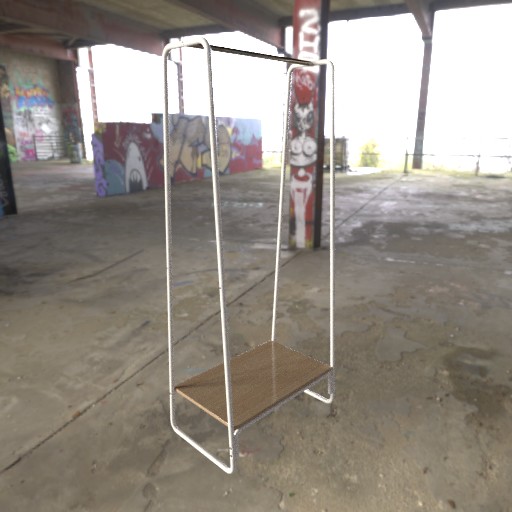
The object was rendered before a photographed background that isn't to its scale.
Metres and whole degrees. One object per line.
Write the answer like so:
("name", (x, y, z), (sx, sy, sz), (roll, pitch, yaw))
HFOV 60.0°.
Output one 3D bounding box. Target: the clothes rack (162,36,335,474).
("clothes rack", (0.000, 0.000, 1.774), (0.400, 1.500, 0.640), (15, 22, 43))
